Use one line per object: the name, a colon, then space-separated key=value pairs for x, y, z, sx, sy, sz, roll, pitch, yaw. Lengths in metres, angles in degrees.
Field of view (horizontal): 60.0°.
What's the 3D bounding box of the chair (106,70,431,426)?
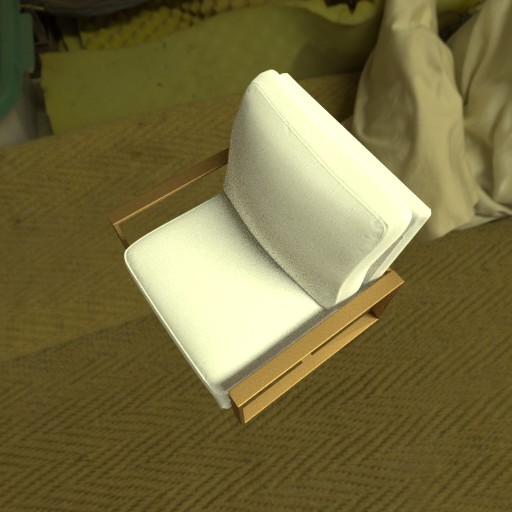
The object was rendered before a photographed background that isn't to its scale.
chair: x=0.000 y=0.000 z=1.607 sx=0.813 sy=0.966 sz=0.805 roll=-34 pitch=69 yaw=-15
